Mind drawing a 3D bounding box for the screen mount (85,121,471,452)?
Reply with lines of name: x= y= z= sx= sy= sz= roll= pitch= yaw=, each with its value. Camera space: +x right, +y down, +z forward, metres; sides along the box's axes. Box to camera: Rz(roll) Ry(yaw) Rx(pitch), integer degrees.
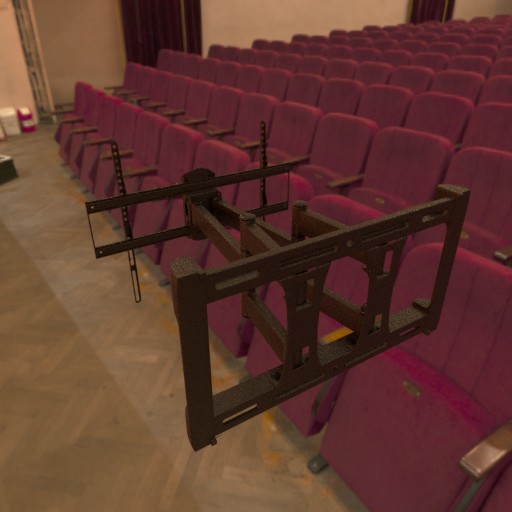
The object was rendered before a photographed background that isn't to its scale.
screen mount: x=0.000 y=0.000 z=1.099 sx=0.661 sy=0.491 sz=0.644 roll=-17 pitch=33 yaw=-28
